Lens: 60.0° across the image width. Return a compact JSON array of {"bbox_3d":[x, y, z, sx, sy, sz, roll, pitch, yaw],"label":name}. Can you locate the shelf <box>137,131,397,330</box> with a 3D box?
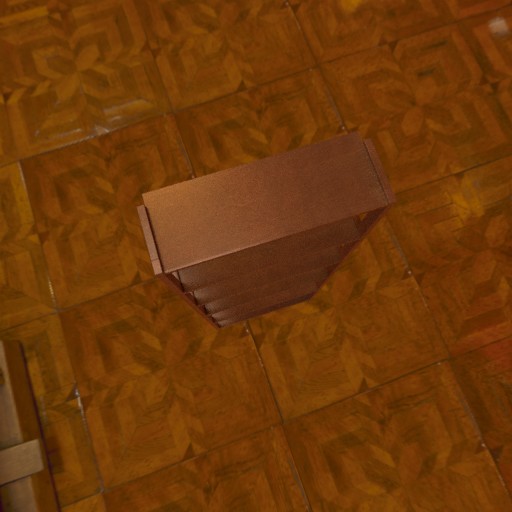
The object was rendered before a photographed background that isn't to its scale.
[{"bbox_3d":[0.000,0.000,2.100,0.660,1.892,0.382,-17,77,-4],"label":"shelf"}]
